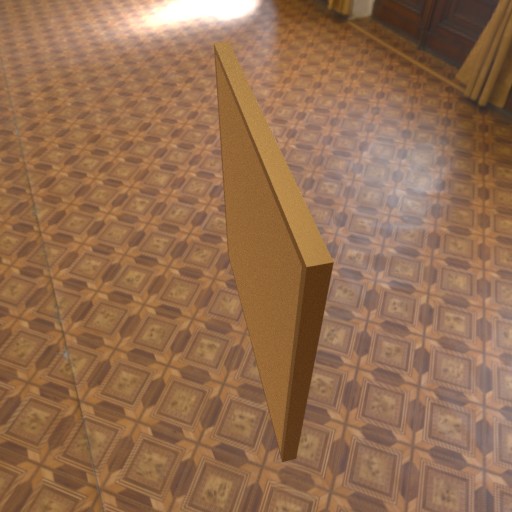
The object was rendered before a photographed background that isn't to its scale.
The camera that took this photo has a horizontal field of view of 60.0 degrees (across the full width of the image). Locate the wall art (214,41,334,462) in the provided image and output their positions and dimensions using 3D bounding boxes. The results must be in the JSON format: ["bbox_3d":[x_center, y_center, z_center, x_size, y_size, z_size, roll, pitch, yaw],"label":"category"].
[{"bbox_3d":[0.000,0.000,1.126,0.038,0.762,0.762,-10,48,-9],"label":"wall art"}]
